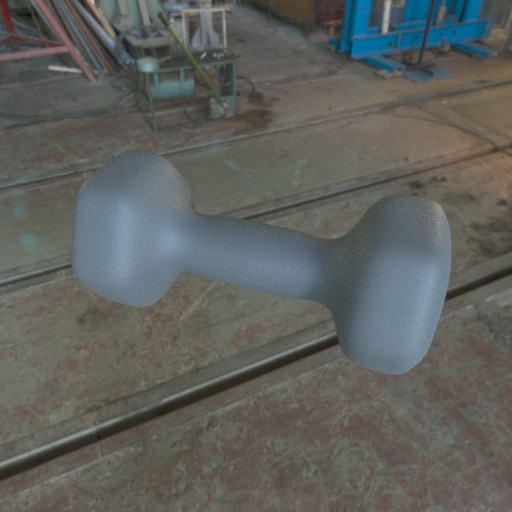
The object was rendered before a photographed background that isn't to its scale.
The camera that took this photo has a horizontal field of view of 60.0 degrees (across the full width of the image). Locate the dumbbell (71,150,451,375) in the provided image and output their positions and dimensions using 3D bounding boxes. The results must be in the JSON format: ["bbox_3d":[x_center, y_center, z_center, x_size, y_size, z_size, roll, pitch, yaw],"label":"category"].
[{"bbox_3d":[0.000,0.000,0.233,0.184,0.081,0.090,13,42,15],"label":"dumbbell"}]
